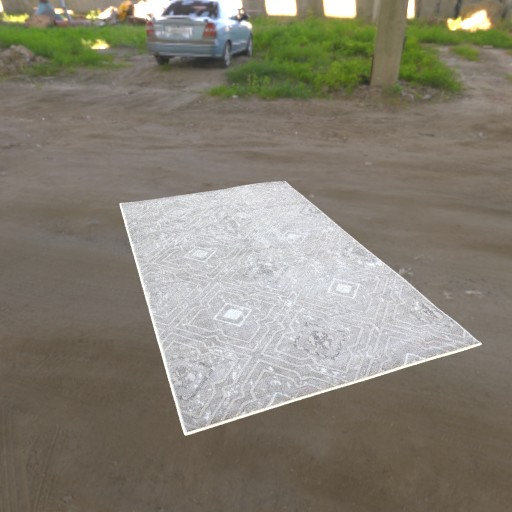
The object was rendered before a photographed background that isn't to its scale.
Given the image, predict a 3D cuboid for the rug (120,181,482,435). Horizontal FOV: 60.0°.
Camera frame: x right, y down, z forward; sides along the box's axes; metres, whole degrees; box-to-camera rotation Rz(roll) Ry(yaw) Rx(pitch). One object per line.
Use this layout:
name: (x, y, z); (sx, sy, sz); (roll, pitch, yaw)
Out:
rug: (0.000, 0.000, 2.989); (1.537, 0.036, 2.447); (-11, 32, -18)
